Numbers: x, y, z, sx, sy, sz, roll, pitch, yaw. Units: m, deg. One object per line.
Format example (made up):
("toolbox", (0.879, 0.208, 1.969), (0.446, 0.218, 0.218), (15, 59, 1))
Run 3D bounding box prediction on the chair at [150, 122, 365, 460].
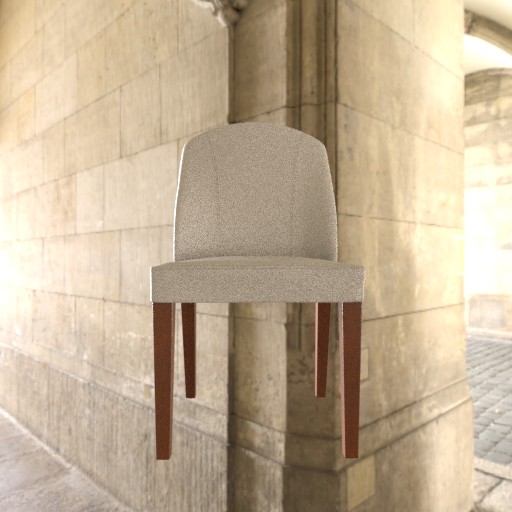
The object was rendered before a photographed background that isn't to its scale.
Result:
("chair", (0.000, 0.000, 1.209), (0.472, 0.893, 0.540), (0, 0, -1))
